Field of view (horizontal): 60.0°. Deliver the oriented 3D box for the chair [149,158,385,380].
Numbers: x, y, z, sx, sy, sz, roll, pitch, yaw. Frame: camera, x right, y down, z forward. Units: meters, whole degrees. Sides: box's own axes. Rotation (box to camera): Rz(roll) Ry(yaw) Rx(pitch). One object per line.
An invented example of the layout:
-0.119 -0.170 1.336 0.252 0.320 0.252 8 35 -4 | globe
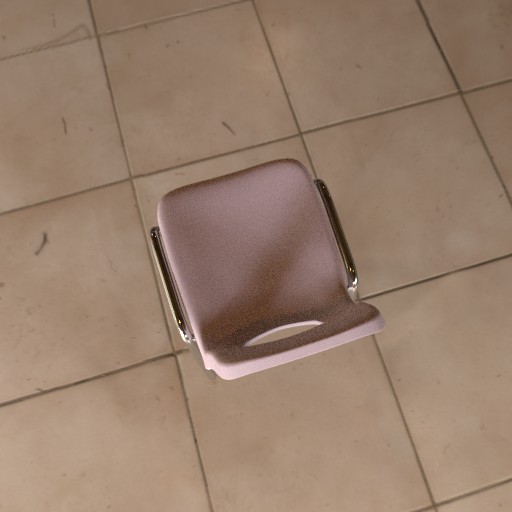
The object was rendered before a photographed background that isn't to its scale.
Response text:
0.000 0.000 0.786 0.354 0.536 0.385 -17 76 -5 | chair
